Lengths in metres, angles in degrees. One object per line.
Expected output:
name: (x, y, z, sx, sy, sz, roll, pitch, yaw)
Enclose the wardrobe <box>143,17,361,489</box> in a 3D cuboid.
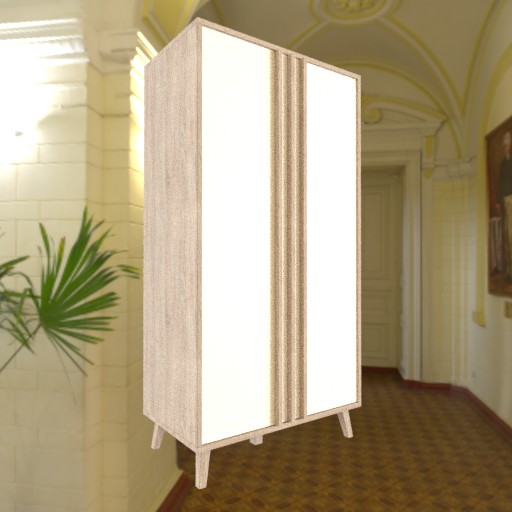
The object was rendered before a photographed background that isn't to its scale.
wardrobe: (0.000, 0.000, 2.336, 1.000, 1.960, 0.600, 0, 0, -36)
